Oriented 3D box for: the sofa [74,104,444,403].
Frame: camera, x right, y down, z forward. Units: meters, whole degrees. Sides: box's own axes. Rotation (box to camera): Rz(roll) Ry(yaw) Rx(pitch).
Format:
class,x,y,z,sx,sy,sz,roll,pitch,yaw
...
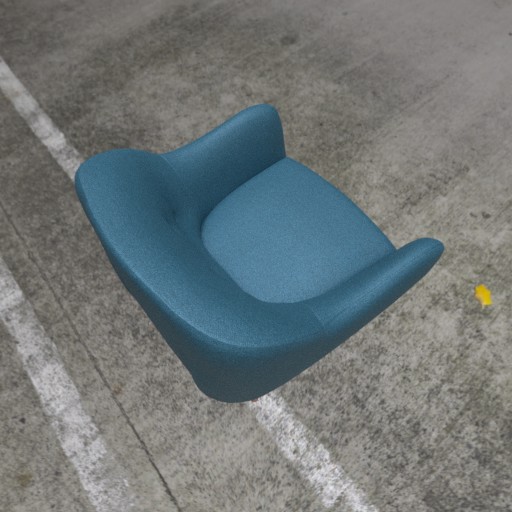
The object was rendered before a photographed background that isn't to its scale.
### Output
class,x,y,z,sx,sy,sz,roll,pitch,yaw
sofa,0.000,0.000,1.474,0.825,0.817,0.836,-34,64,-20
